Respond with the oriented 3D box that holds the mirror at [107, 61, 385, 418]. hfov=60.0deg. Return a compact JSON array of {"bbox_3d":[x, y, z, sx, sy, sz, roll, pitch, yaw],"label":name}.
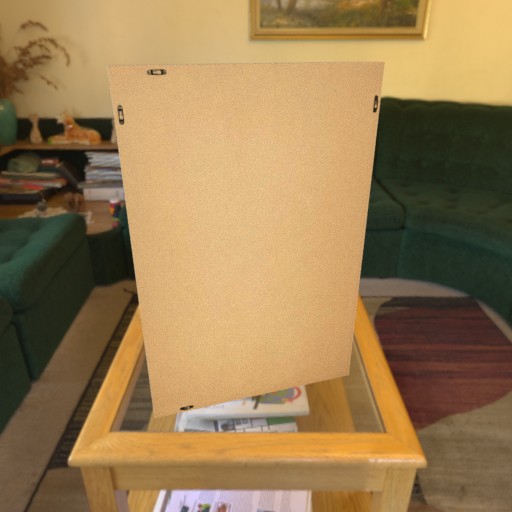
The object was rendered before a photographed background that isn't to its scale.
[{"bbox_3d":[0.000,0.000,1.147,0.609,0.915,0.041,-8,27,-15],"label":"mirror"}]
